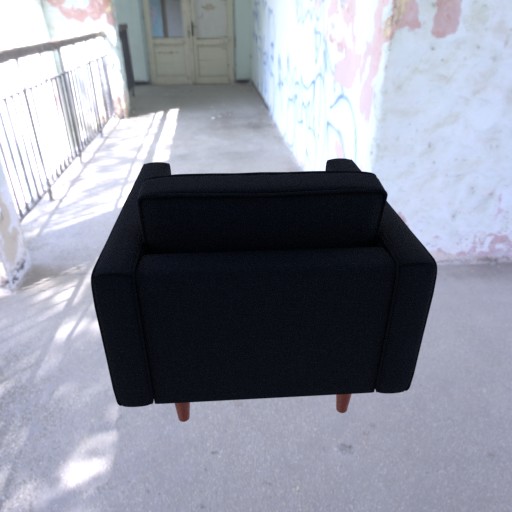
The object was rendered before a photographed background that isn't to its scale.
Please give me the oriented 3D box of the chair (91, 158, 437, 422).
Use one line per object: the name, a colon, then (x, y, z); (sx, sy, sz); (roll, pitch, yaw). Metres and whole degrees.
chair: (0.000, 0.000, 1.591); (0.899, 0.770, 0.920); (-2, 30, -3)
